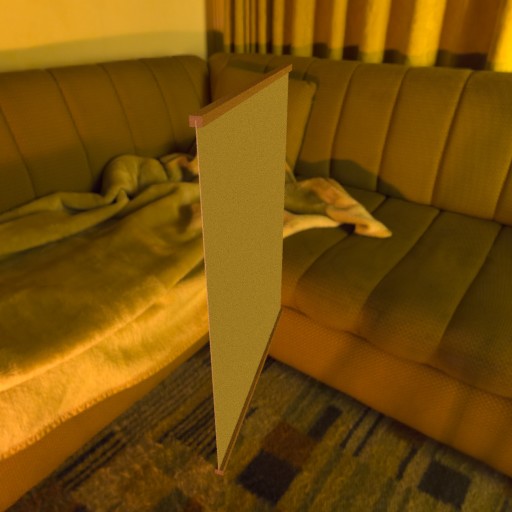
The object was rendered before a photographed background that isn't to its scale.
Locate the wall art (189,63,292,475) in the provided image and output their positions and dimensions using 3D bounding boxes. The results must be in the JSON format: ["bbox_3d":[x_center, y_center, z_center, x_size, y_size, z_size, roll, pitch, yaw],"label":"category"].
[{"bbox_3d":[0.000,0.000,0.688,0.012,0.508,0.405,8,31,13],"label":"wall art"}]
